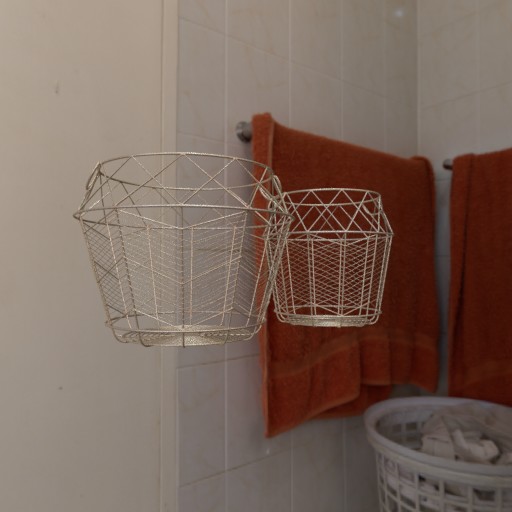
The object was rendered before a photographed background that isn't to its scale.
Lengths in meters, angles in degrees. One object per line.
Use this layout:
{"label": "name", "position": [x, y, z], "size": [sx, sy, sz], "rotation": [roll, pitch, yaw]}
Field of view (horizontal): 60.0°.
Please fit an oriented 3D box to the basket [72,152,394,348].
{"label": "basket", "position": [0.000, 0.000, 1.038], "size": [0.805, 0.343, 0.451], "rotation": [1, -2, -36]}
